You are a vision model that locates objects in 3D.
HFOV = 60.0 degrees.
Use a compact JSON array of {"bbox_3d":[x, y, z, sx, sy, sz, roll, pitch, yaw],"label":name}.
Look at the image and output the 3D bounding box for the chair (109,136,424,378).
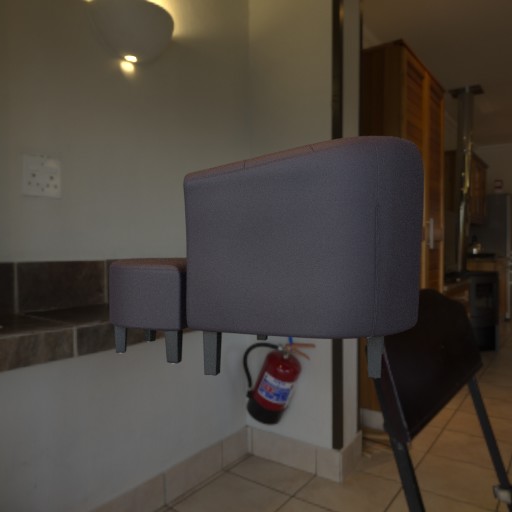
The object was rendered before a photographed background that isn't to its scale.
[{"bbox_3d":[0.000,0.000,1.683,1.191,0.760,0.763,0,1,17],"label":"chair"}]
